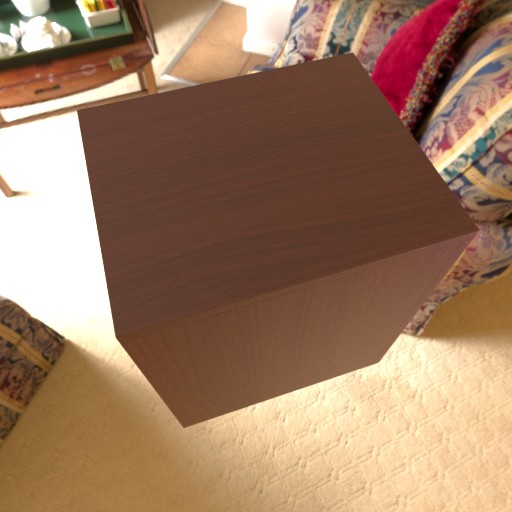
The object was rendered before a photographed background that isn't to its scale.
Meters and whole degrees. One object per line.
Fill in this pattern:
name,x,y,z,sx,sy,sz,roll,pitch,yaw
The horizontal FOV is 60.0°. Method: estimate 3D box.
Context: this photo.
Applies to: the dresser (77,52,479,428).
dresser,0.000,0.000,0.745,0.400,0.470,0.360,-16,60,-9
